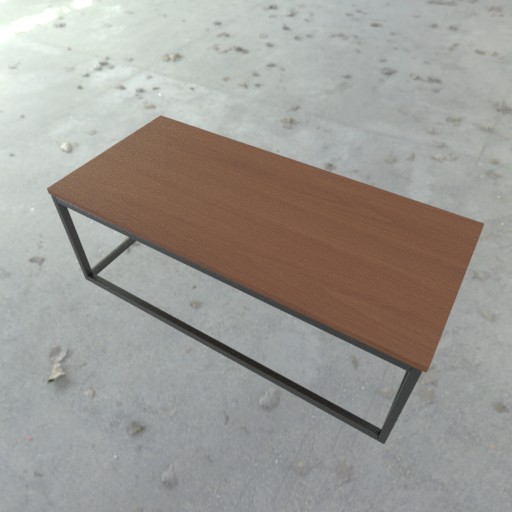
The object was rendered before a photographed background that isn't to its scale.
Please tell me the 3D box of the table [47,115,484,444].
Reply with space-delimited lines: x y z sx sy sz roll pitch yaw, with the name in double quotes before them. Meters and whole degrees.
"table" 0.000 0.000 1.357 1.100 0.400 0.500 24 50 22
